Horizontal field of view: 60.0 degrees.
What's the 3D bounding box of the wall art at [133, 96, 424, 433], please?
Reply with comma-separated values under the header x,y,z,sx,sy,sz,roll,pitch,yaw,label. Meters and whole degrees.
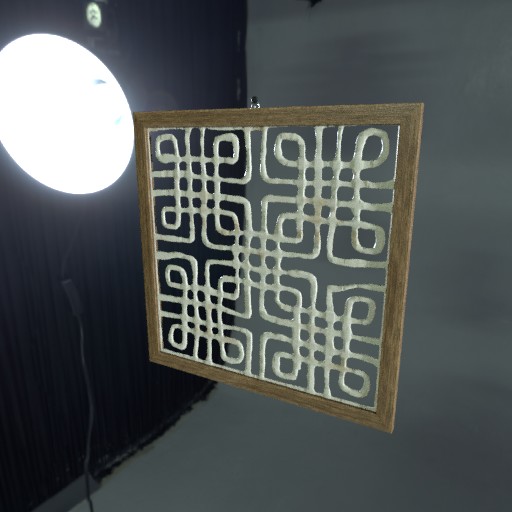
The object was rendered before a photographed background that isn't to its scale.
x,y,z,sx,sy,sz,roll,pitch,yaw,label
0.000,0.000,0.852,0.561,0.582,0.021,8,17,27,wall art
